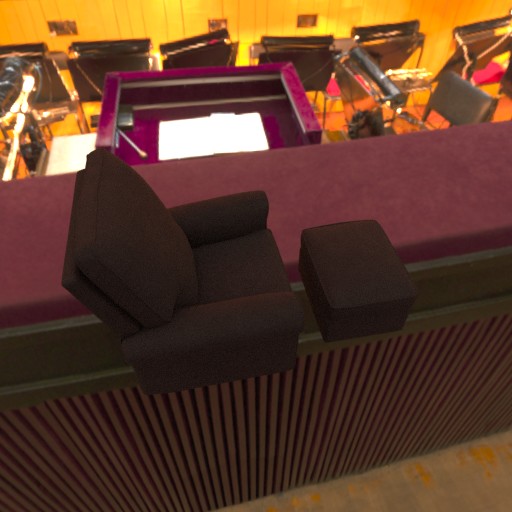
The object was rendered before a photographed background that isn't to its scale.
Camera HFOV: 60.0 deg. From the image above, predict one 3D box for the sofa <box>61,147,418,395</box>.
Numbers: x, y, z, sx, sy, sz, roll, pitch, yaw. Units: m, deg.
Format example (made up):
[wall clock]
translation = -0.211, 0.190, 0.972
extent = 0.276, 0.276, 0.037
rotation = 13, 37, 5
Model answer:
[sofa]
translation = 0.000, 0.000, 2.076
extent = 1.478, 0.959, 0.880
rotation = -8, 47, -8
